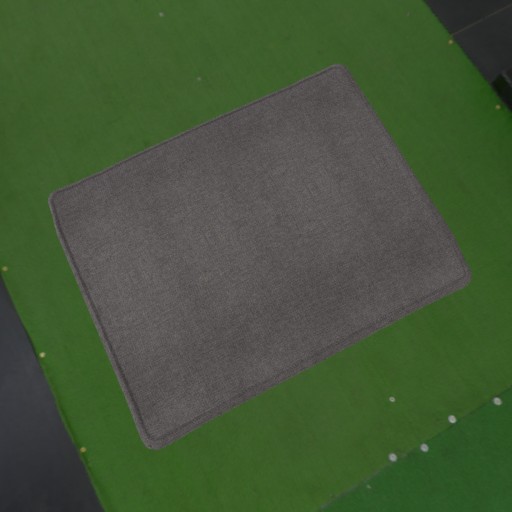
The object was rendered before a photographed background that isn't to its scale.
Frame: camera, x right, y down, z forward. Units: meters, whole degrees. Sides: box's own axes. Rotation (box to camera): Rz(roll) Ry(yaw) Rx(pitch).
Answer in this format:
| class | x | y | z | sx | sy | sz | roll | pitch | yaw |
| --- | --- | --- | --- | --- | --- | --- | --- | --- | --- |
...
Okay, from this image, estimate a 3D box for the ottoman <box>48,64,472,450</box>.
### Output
| class | x | y | z | sx | sy | sz | roll | pitch | yaw |
| --- | --- | --- | --- | --- | --- | --- | --- | --- | --- |
| ottoman | 0.000 | 0.000 | 1.211 | 0.833 | 0.492 | 0.652 | -26 | 78 | -6 |
